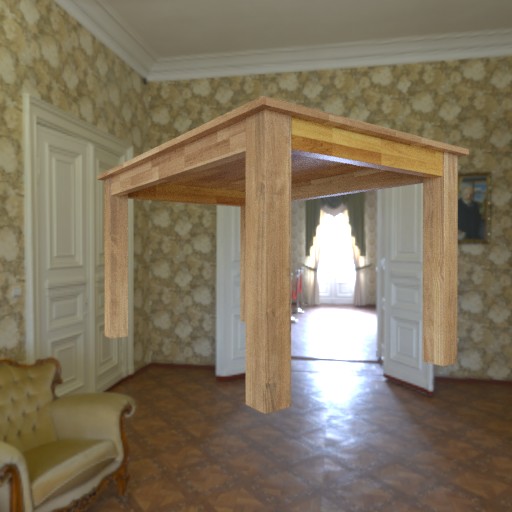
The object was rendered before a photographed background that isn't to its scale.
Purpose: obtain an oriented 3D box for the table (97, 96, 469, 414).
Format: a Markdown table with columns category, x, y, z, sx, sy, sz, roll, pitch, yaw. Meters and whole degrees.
| category | x | y | z | sx | sy | sz | roll | pitch | yaw |
| --- | --- | --- | --- | --- | --- | --- | --- | --- | --- |
| table | 0.000 | 0.000 | 1.817 | 0.900 | 0.750 | 1.300 | 0 | 0 | -36 |
